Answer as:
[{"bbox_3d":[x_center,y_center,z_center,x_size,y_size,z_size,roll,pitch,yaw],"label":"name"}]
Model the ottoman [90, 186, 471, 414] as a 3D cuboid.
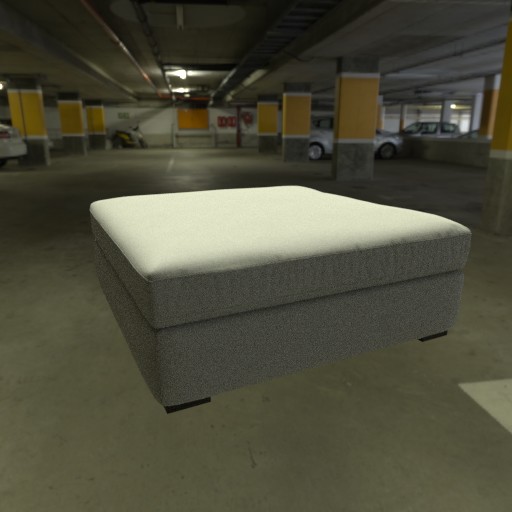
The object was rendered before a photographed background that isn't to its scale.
[{"bbox_3d":[0.000,0.000,1.822,1.163,0.482,1.167,-8,18,-25],"label":"ottoman"}]
